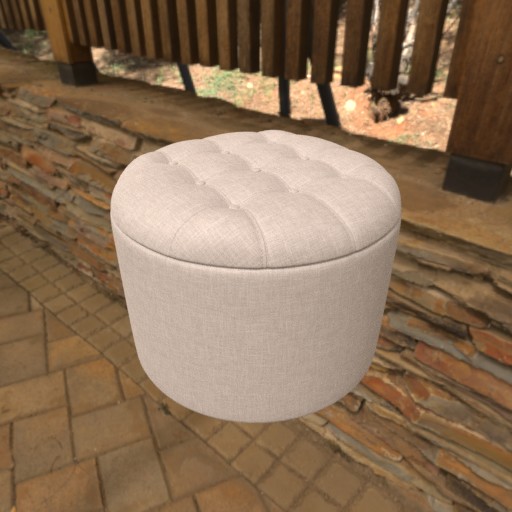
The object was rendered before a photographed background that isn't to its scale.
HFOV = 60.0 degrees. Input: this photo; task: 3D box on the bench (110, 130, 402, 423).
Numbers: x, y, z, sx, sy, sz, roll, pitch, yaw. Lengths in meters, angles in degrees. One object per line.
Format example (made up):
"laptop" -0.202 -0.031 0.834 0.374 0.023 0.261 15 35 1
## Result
"bench" 0.000 0.000 1.022 0.600 0.453 0.600 0 32 0
